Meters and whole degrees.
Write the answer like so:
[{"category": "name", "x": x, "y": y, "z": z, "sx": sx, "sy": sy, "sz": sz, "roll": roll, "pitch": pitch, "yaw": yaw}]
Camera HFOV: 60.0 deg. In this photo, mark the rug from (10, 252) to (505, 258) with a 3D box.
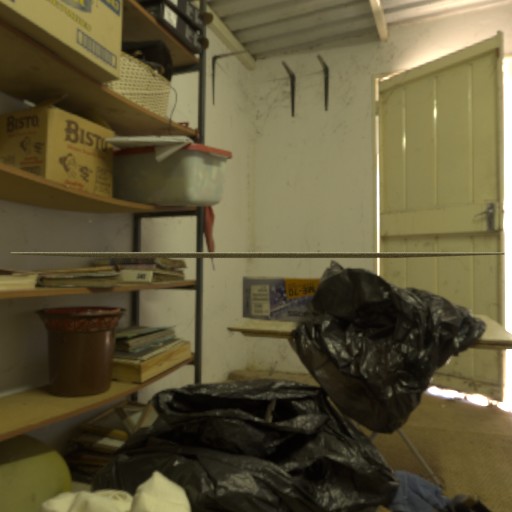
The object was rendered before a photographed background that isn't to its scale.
[{"category": "rug", "x": 0.000, "y": 0.000, "z": 2.788, "sx": 2.284, "sy": 0.008, "sz": 1.522, "roll": 0, "pitch": -1, "yaw": -1}]
